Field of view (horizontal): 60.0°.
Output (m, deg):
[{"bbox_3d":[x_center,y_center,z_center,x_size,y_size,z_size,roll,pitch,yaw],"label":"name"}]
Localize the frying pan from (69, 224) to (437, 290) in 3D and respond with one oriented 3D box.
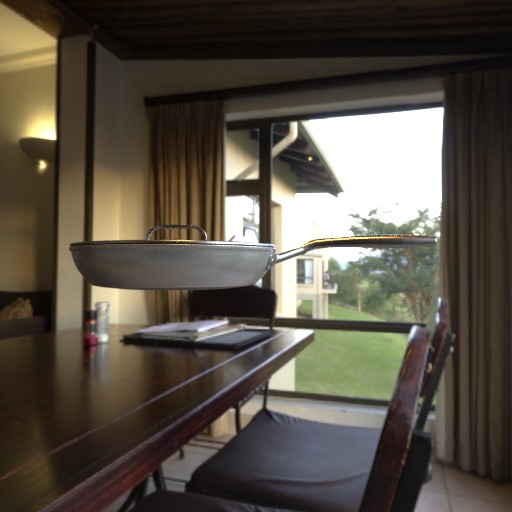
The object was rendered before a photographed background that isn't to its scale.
[{"bbox_3d":[0.000,0.000,0.608,0.490,0.086,0.272,0,-1,0],"label":"frying pan"}]
